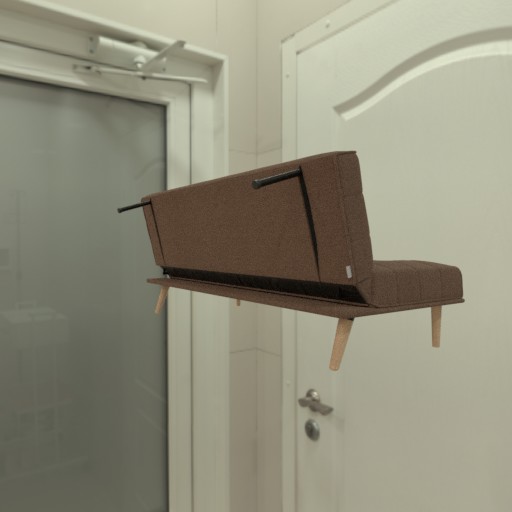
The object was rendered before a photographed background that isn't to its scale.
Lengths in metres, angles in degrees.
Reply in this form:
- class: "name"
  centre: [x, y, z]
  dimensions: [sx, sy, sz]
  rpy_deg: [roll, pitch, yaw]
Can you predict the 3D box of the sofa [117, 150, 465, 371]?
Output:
- class: "sofa"
  centre: [0.000, 0.000, 2.424]
  dimensions: [1.038, 0.810, 1.820]
  rpy_deg: [-1, 2, -35]
